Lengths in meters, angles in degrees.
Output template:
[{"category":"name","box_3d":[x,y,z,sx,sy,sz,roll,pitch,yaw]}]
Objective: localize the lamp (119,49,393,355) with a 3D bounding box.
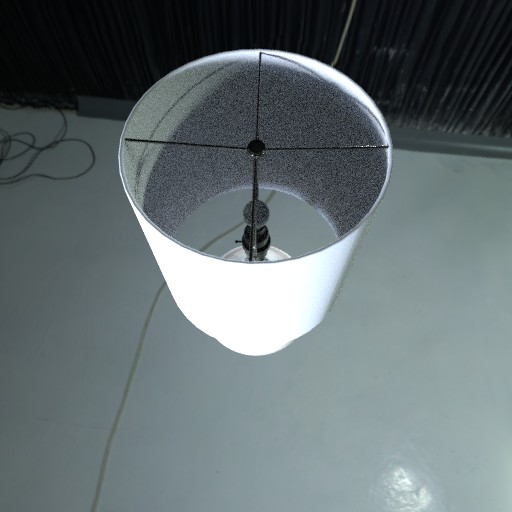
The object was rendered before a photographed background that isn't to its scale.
[{"category":"lamp","box_3d":[0.000,0.000,0.532,0.217,0.404,0.217,2,63,1]}]
